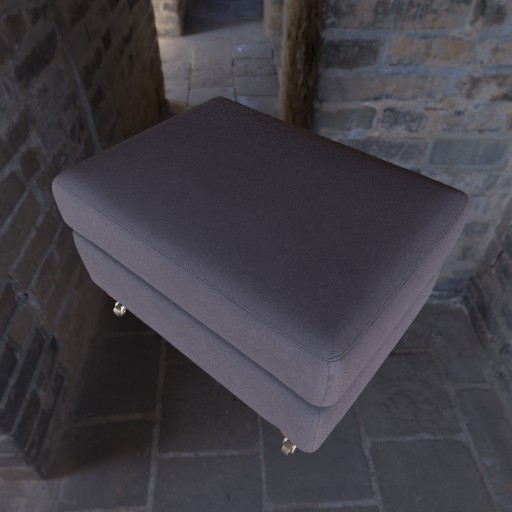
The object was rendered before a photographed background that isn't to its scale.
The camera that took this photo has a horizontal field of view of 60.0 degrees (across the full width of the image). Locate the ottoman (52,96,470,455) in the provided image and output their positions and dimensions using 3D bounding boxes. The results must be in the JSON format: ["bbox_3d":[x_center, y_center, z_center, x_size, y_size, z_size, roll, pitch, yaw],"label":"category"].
[{"bbox_3d":[0.000,0.000,1.098,0.773,0.497,0.574,31,52,27],"label":"ottoman"}]
